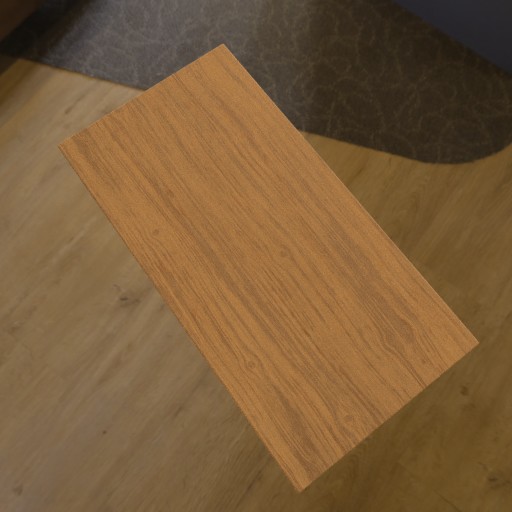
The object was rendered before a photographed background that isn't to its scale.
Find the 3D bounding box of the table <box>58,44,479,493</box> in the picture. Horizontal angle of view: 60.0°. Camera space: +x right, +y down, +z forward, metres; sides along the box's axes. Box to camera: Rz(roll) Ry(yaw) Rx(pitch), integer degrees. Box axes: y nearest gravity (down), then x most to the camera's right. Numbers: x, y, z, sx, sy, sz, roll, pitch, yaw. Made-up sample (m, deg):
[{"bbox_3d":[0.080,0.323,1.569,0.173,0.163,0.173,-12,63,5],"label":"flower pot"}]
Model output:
[{"bbox_3d":[0.000,0.000,1.627,0.693,0.445,1.331,-36,78,-9],"label":"table"}]
